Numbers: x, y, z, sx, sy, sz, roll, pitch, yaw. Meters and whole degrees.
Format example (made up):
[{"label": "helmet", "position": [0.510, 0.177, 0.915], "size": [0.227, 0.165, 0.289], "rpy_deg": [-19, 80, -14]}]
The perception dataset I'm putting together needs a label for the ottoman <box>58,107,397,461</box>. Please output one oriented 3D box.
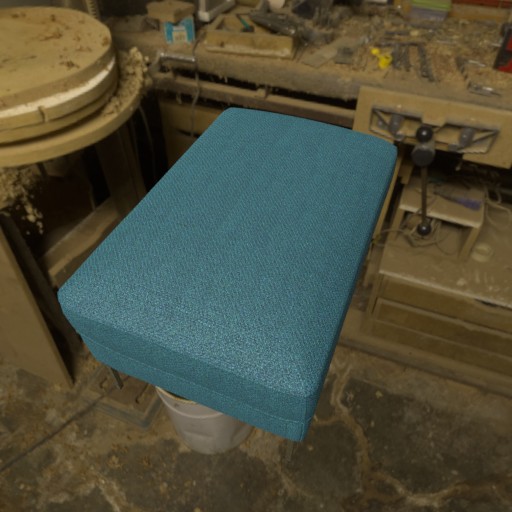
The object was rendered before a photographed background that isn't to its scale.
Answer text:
[{"label": "ottoman", "position": [0.000, 0.000, 1.201], "size": [0.563, 0.498, 0.856], "rpy_deg": [17, 49, 15]}]
